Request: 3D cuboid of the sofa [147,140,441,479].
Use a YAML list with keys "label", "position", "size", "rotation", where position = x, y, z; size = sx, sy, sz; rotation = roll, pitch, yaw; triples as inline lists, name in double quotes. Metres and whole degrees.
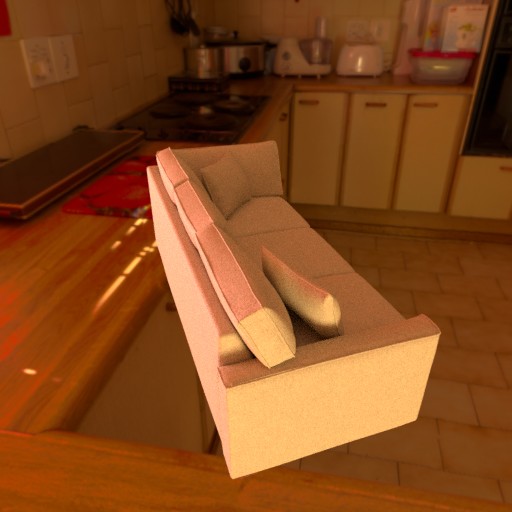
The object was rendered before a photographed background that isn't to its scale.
- label: "sofa"
  position: [0.000, 0.000, 2.851]
  size: [1.061, 0.962, 2.317]
  rotation: [-10, 32, -17]
